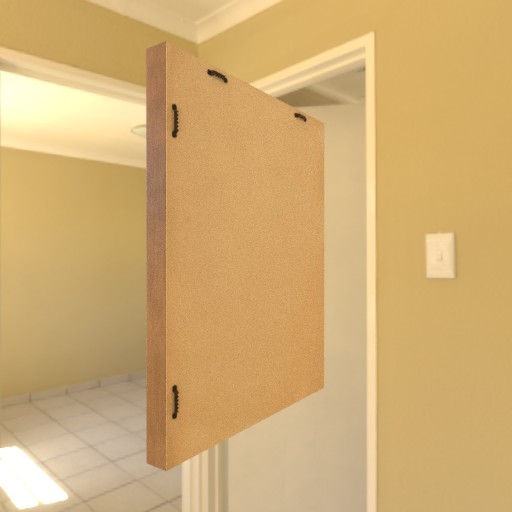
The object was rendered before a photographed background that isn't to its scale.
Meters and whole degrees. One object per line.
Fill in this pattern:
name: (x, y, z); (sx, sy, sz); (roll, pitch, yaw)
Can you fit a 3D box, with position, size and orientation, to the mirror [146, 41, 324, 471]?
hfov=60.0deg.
mirror: (0.000, 0.000, 0.697); (0.041, 0.509, 0.406); (0, 0, 36)
